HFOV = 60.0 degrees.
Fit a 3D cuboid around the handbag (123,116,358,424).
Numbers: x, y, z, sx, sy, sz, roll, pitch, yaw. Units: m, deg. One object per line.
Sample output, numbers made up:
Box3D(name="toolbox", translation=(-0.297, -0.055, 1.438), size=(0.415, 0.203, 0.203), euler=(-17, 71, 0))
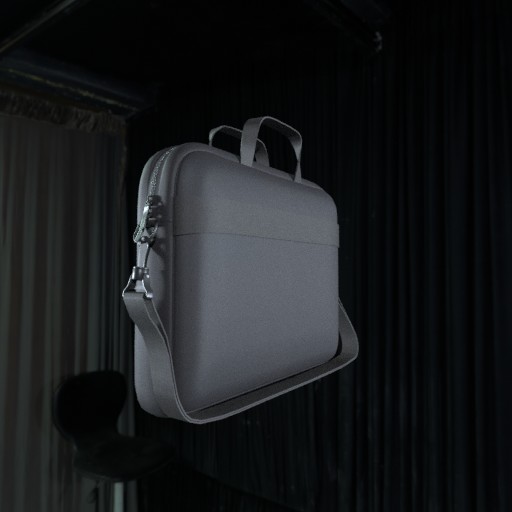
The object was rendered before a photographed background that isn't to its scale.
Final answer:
Box3D(name="handbag", translation=(0.000, 0.000, 0.590), size=(0.126, 0.330, 0.429), euler=(-1, -3, 35))
